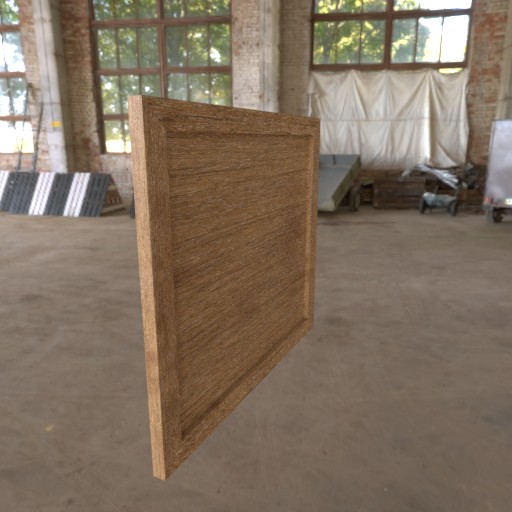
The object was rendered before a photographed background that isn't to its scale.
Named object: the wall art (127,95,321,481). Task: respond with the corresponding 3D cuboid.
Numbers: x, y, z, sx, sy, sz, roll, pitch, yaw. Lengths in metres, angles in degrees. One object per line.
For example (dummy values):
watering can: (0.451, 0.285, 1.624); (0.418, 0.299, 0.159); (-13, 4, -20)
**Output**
wall art: (0.000, 0.000, 0.943); (0.026, 0.588, 0.690); (7, 16, 26)
